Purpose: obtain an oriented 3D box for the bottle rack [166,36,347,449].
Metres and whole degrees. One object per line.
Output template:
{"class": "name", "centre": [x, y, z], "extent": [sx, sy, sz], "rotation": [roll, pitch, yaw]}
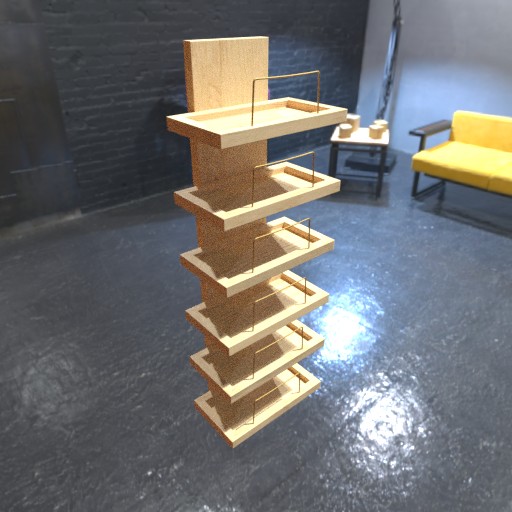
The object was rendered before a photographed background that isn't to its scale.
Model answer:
{"class": "bottle rack", "centre": [0.000, 0.000, 1.079], "extent": [0.330, 0.943, 0.206], "rotation": [-22, 36, -34]}
